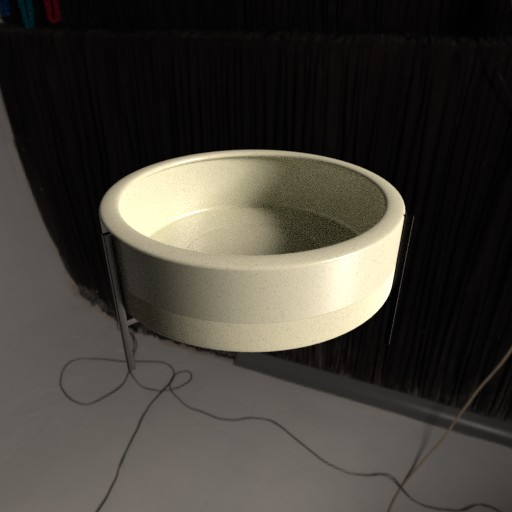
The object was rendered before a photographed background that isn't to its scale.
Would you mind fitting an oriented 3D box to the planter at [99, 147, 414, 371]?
[{"bbox_3d":[0.000,0.000,0.545,0.345,0.171,0.336,11,32,19],"label":"planter"}]
